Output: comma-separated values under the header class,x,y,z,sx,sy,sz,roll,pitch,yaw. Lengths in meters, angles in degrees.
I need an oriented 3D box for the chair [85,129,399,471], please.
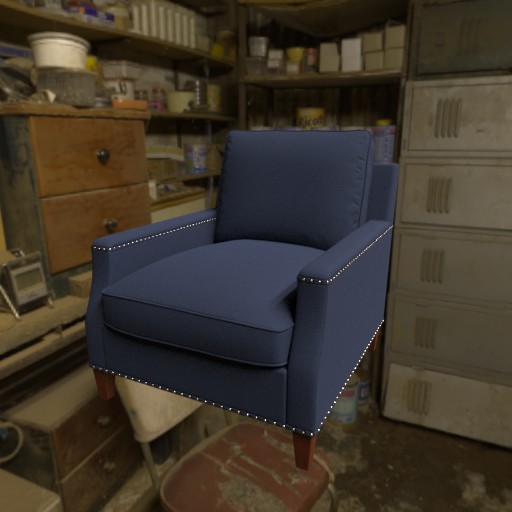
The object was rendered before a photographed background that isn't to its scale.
class,x,y,z,sx,sy,sz,roll,pitch,yaw
chair,0.000,0.000,1.698,0.853,0.943,1.014,8,17,26
